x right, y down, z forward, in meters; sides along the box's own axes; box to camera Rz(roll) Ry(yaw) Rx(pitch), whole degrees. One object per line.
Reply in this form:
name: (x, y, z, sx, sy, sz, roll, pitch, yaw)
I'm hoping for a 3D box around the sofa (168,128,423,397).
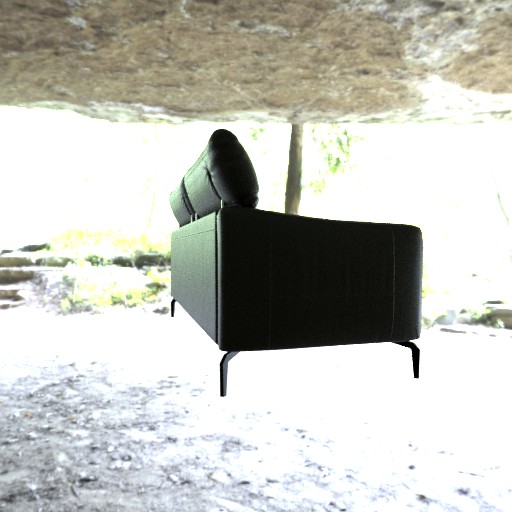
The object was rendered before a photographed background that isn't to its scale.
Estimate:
sofa: (0.000, 0.000, 2.569, 0.856, 0.957, 2.069, 0, 1, -16)
